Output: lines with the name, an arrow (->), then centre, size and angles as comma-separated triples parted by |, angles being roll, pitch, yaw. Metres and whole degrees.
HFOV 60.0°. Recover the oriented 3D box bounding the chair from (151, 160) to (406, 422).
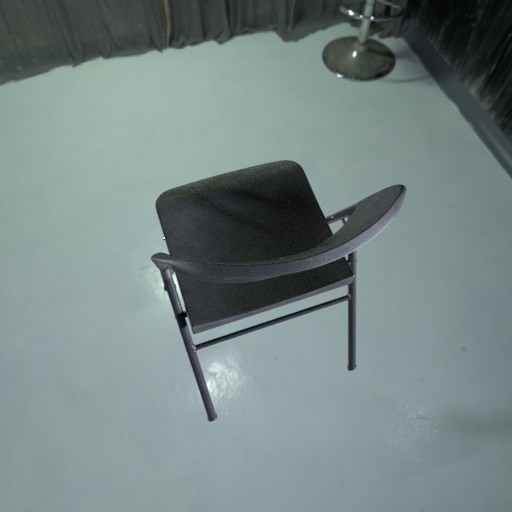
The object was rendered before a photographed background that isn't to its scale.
chair -> 0.000, 0.000, 1.164 | 0.494, 0.810, 0.566 | -17, 59, -10
